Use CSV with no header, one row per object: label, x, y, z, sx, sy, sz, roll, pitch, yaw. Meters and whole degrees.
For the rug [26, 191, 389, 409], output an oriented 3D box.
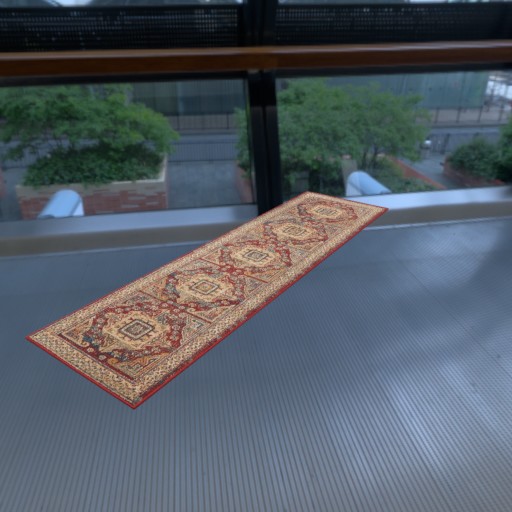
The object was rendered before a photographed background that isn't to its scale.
rug,0.000,0.000,2.455,0.659,0.015,2.292,18,32,31
